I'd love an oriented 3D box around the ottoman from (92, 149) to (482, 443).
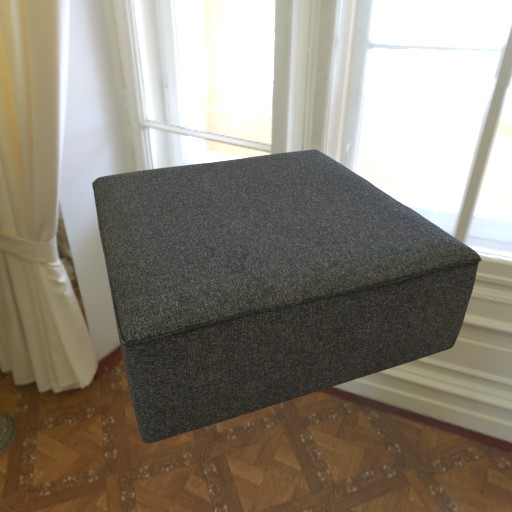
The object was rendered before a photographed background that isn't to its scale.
[{"bbox_3d":[0.000,0.000,1.579,1.021,0.423,1.017,-11,33,-17],"label":"ottoman"}]
